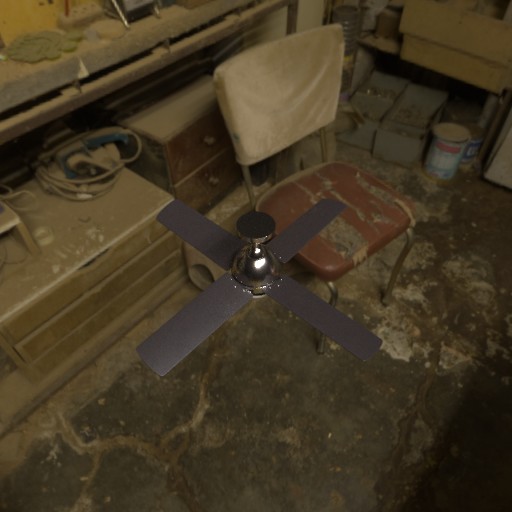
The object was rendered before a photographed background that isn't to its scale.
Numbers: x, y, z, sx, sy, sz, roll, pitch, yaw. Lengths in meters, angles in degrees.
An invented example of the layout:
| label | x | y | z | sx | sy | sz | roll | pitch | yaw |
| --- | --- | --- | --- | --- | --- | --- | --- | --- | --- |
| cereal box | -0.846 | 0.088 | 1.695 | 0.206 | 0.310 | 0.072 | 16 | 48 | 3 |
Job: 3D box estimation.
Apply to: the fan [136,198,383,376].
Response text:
| label | x | y | z | sx | sy | sz | roll | pitch | yaw |
| --- | --- | --- | --- | --- | --- | --- | --- | --- | --- |
| fan | 0.000 | 0.000 | 2.048 | 1.332 | 0.403 | 1.332 | 34 | 56 | 26 |
